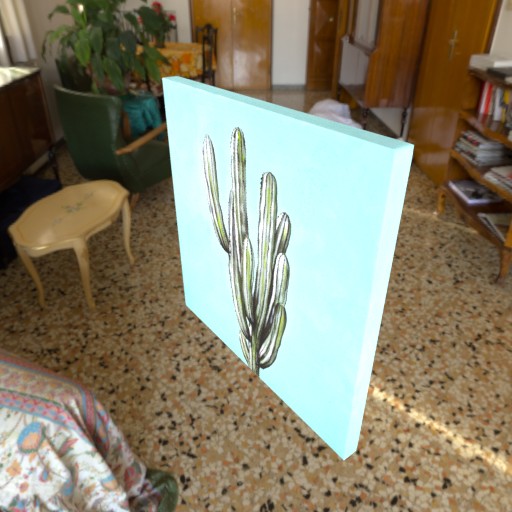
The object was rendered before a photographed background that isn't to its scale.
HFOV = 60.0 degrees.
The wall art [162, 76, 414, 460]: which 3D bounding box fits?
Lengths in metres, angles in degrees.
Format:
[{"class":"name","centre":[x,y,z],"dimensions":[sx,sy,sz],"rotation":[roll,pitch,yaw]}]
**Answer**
[{"class":"wall art","centre":[0.000,0.000,1.138],"dimensions":[0.054,0.766,0.765],"rotation":[-22,38,-31]}]
